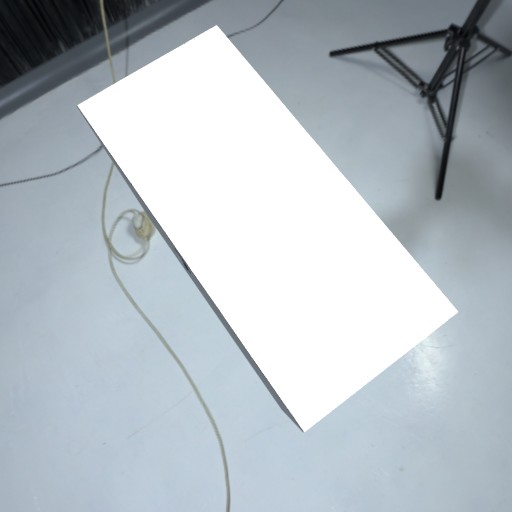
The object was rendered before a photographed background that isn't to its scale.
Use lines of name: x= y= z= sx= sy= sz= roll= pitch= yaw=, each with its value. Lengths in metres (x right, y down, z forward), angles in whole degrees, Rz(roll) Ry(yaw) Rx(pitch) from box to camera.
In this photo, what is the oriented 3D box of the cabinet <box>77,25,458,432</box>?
cabinet: x=0.000 y=0.000 z=1.243 sx=0.370 sy=0.787 sz=0.781 roll=-34 pitch=77 yaw=-9
